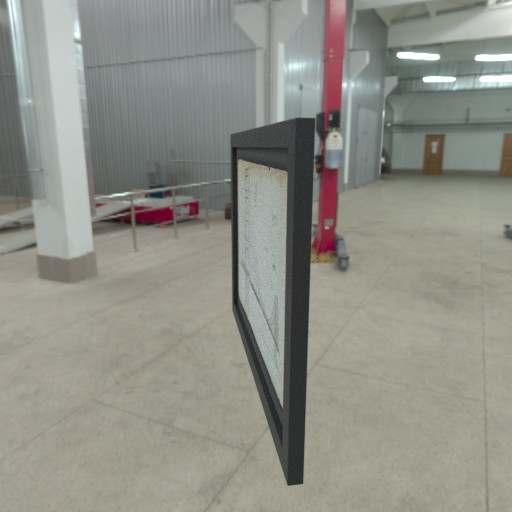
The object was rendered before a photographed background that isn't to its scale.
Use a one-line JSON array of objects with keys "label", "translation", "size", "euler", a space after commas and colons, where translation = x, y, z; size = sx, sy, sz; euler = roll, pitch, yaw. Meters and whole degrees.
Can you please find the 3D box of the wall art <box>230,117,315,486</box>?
[{"label": "wall art", "translation": [0.000, 0.000, 0.557], "size": [0.016, 0.306, 0.432], "euler": [-2, 14, -9]}]
